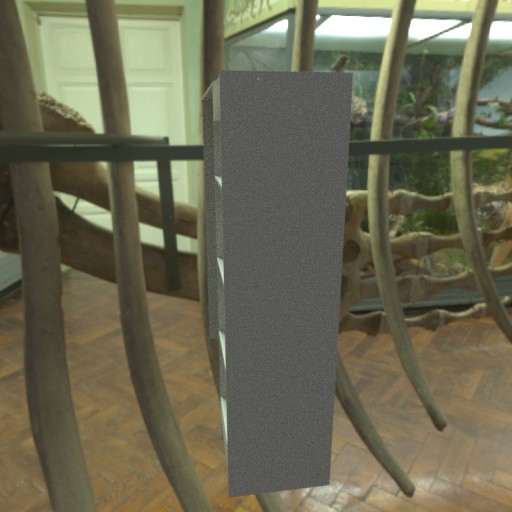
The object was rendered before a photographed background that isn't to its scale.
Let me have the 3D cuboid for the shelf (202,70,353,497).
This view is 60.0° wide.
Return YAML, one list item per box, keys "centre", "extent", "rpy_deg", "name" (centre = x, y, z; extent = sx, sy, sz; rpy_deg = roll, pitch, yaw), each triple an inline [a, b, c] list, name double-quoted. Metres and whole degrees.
- centre: [0.000, 0.000, 2.560]
  extent: [0.500, 1.810, 1.600]
  rpy_deg: [-3, 17, -8]
  name: "shelf"
